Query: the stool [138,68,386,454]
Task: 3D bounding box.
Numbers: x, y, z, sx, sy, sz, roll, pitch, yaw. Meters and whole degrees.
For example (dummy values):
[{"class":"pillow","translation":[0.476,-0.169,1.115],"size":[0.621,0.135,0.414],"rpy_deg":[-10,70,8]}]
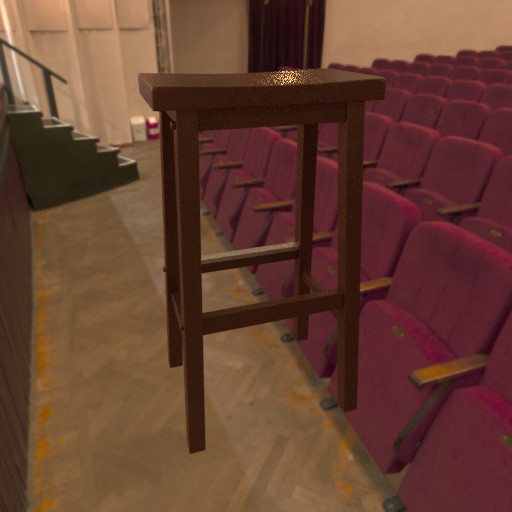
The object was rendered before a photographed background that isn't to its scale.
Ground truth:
[{"class":"stool","translation":[0.000,0.000,0.979],"size":[0.406,0.742,0.322],"rpy_deg":[-8,28,-16]}]
